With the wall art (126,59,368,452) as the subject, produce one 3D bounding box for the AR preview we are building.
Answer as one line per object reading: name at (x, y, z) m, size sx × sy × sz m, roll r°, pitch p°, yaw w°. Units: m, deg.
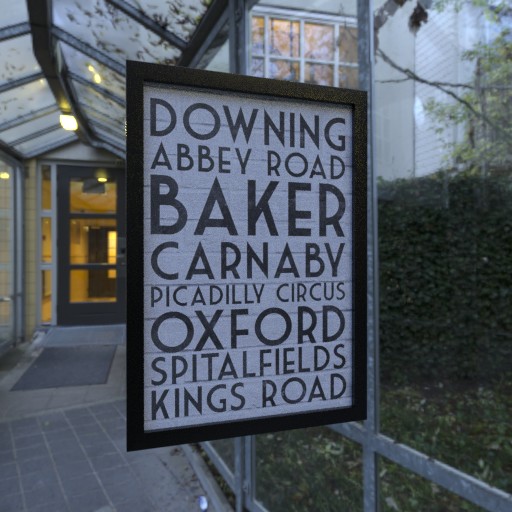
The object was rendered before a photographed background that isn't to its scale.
wall art at (0.000, 0.000, 0.821) m, size 0.462 × 0.656 × 0.019 m, roll 0°, pitch 0°, yaw -18°
